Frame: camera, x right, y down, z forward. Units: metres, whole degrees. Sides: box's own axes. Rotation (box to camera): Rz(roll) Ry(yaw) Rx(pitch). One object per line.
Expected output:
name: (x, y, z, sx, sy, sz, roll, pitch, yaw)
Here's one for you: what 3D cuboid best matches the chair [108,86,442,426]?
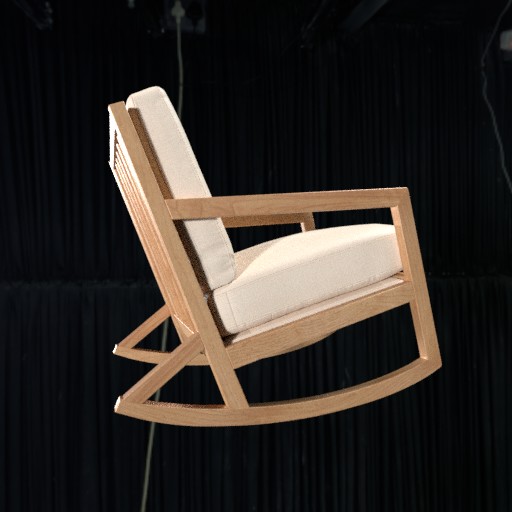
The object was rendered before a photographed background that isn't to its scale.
chair: (0.000, 0.000, 1.363, 0.857, 0.790, 0.622, 0, 0, -18)
